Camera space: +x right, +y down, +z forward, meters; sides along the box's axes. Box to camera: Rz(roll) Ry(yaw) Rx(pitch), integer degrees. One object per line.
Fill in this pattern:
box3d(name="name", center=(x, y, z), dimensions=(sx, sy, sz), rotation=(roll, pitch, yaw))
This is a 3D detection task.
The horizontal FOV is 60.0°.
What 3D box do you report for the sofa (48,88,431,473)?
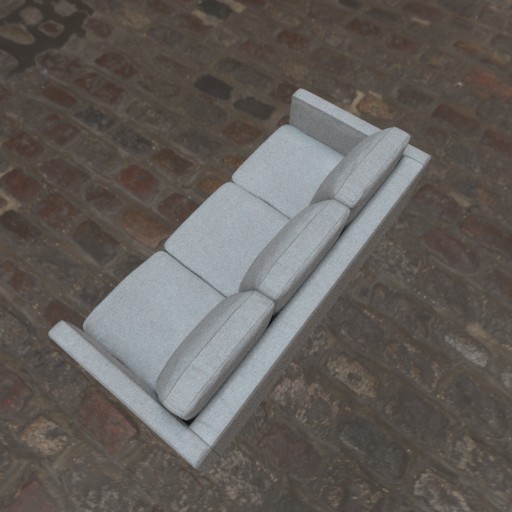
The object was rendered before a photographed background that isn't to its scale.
box3d(name="sofa", center=(0.000, 0.000, 2.447), dimensions=(0.944, 0.918, 1.983), rotation=(34, 67, 17))
